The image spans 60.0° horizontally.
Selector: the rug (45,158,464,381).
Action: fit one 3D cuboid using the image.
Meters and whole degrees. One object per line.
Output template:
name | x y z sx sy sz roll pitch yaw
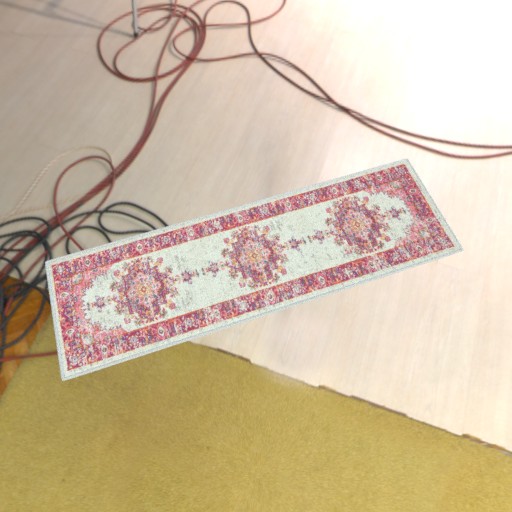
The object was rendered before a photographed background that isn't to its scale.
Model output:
rug | 0.000 0.000 2.013 1.824 0.009 0.562 -17 65 -8
